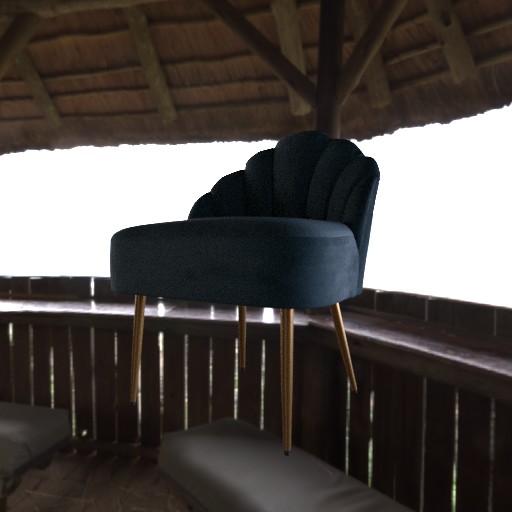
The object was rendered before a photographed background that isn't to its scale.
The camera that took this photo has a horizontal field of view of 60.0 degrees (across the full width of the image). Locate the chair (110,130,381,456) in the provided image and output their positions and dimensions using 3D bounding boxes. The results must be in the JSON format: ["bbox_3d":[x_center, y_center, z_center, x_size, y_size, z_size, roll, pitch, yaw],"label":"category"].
[{"bbox_3d":[0.000,0.000,1.257,0.657,0.819,0.599,1,2,36],"label":"chair"}]
